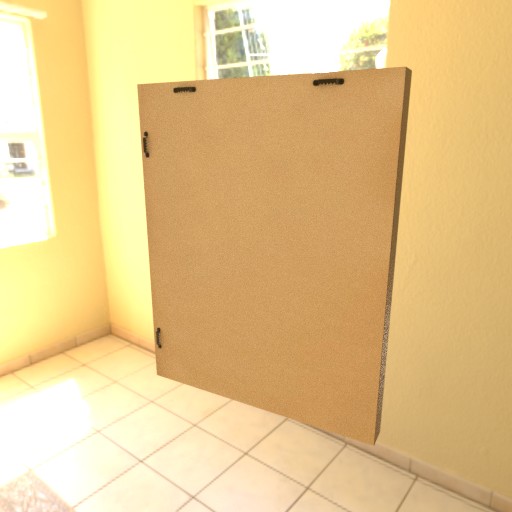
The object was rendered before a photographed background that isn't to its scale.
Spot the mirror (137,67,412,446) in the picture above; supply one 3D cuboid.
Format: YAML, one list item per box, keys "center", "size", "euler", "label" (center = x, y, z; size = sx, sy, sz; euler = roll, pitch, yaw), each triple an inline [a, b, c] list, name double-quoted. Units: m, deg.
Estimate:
- center: [0.000, 0.000, 0.678]
  size: [0.406, 0.509, 0.041]
  euler: [8, 18, 27]
  label: "mirror"
